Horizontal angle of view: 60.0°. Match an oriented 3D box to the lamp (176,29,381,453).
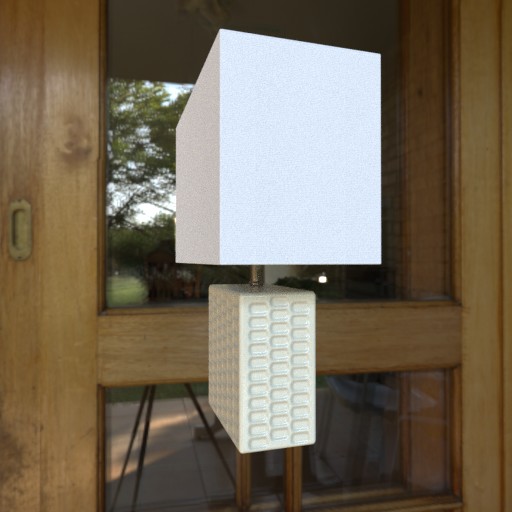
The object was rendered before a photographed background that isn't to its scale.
[{"bbox_3d":[0.000,0.000,0.688,0.200,0.515,0.380,0,-1,-17],"label":"lamp"}]
